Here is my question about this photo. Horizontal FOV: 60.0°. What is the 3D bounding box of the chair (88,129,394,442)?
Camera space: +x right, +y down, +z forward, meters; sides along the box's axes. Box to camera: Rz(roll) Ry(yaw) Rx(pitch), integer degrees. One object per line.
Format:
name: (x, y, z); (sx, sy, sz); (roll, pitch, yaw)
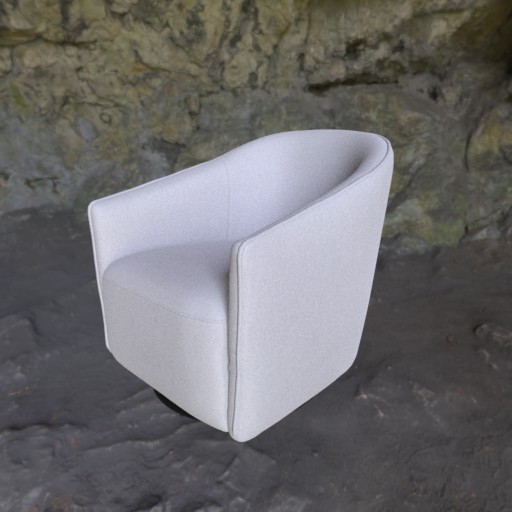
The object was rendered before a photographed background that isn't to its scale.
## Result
chair: (0.000, 0.000, 1.474); (0.747, 0.799, 0.875); (16, 23, 42)
